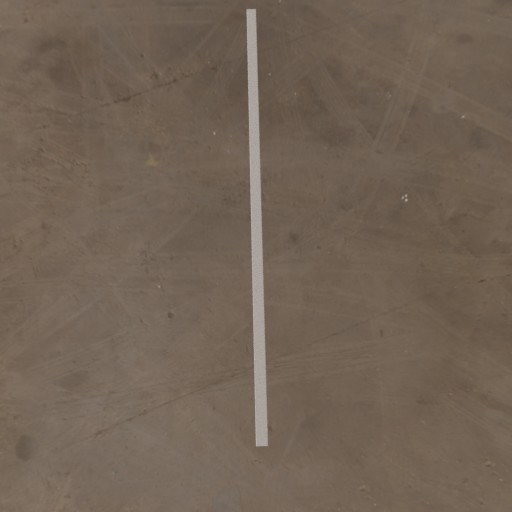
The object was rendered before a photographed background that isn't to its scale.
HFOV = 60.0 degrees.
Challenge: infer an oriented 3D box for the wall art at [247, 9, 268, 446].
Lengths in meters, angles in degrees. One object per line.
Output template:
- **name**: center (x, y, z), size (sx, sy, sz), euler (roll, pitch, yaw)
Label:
- **wall art**: center (0.000, 0.000, 0.959), size (0.015, 0.660, 0.660), euler (-1, 76, 0)
